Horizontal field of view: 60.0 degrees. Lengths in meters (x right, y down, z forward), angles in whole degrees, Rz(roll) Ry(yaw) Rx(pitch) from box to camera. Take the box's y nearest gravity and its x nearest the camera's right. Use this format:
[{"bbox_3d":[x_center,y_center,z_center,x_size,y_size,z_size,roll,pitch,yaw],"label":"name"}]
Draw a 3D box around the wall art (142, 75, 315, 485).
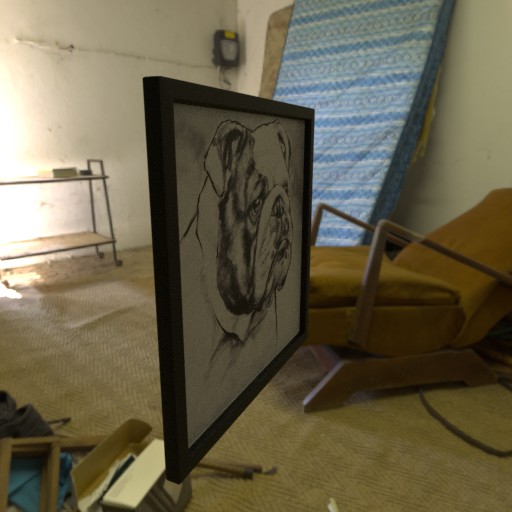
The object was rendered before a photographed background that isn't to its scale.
[{"bbox_3d":[0.000,0.000,0.671,0.022,0.453,0.456,7,16,25],"label":"wall art"}]
